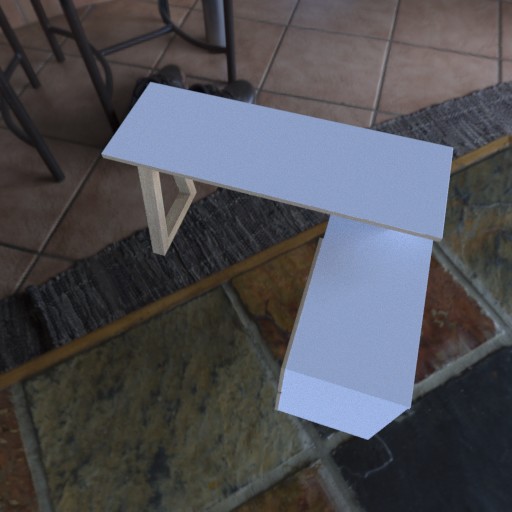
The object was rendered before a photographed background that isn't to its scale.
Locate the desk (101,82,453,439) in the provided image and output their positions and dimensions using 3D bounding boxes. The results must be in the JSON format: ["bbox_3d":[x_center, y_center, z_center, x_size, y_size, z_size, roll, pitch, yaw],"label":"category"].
[{"bbox_3d":[0.000,0.000,2.039,1.404,0.755,1.098,15,60,9],"label":"desk"}]
